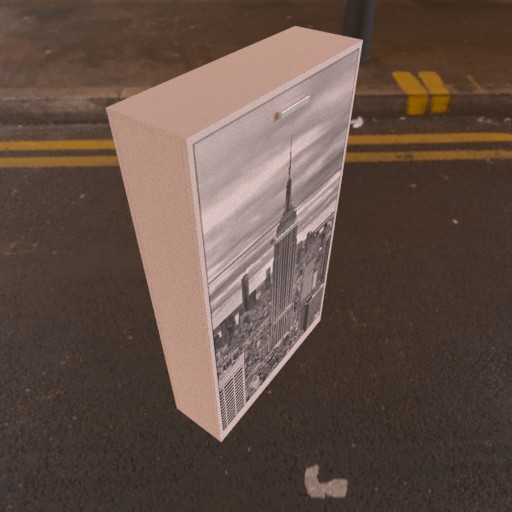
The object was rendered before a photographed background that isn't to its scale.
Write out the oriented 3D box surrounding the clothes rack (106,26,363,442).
[{"bbox_3d":[0.000,0.000,1.553,0.250,1.280,0.750,27,49,26],"label":"clothes rack"}]
